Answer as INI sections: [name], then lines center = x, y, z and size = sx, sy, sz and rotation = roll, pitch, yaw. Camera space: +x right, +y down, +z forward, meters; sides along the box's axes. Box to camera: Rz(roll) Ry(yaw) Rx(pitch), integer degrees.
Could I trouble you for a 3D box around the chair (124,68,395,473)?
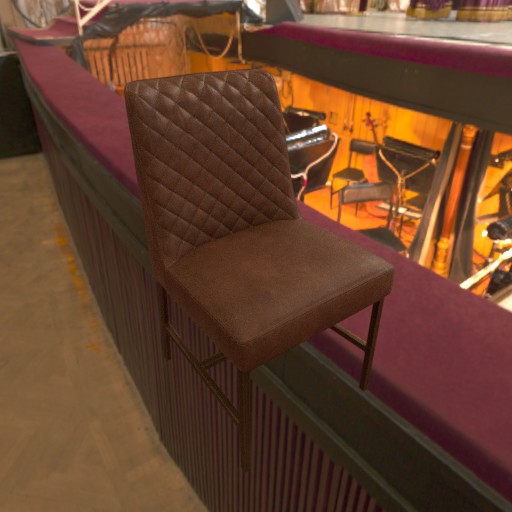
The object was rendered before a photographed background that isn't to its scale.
[chair]
center = 0.000, 0.000, 1.236
size = 0.508, 0.889, 0.587
rotation = -21, 37, -31
